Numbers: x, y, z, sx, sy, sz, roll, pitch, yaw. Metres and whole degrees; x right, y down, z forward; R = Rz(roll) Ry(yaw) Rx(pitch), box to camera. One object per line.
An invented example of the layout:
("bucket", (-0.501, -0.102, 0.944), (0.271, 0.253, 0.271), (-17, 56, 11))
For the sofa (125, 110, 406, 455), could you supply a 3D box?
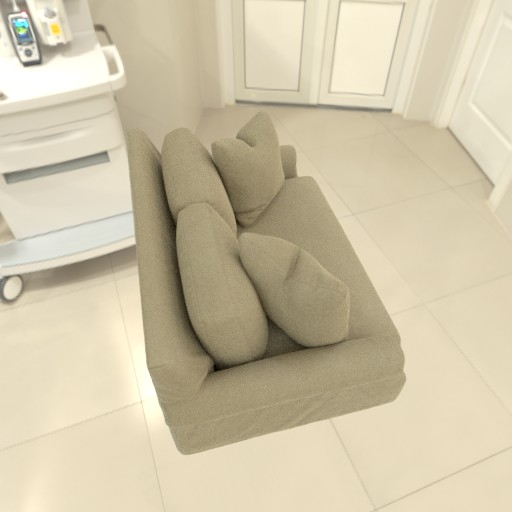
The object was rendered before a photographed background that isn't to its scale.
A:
("sofa", (0.000, 0.000, 2.184), (1.070, 0.905, 1.550), (-10, 48, -9))
